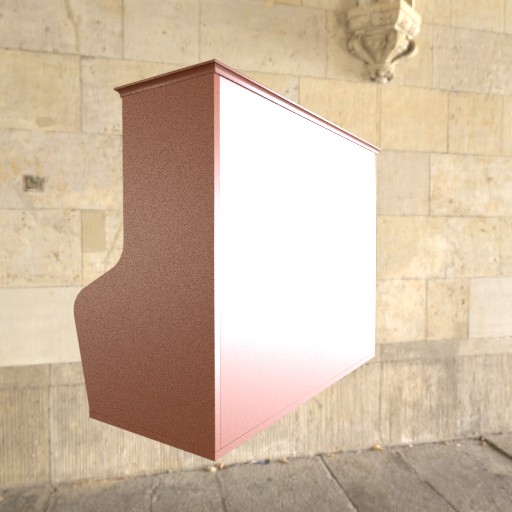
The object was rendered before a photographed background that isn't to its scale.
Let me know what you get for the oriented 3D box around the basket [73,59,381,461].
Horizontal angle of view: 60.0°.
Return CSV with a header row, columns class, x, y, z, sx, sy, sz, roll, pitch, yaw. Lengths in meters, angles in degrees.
class,x,y,z,sx,sy,sz,roll,pitch,yaw
basket,0.000,0.000,1.113,0.376,0.625,0.792,1,2,33
